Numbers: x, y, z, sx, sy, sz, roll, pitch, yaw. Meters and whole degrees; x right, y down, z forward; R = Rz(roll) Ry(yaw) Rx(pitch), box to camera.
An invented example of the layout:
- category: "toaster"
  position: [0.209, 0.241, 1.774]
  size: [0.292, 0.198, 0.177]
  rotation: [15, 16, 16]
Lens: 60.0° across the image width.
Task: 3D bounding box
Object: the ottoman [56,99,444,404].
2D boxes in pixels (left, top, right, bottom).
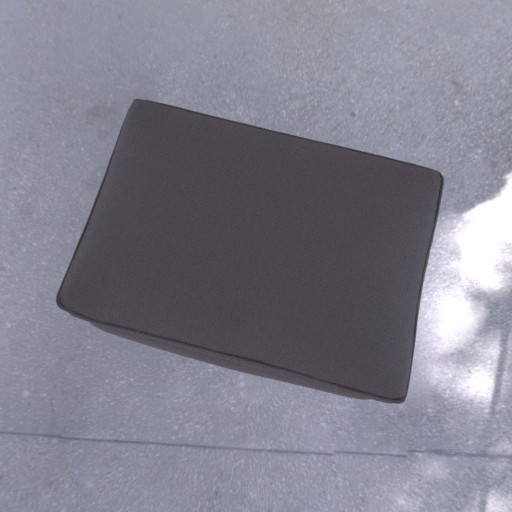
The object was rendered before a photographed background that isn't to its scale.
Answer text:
- category: "ottoman"
  position: [0.000, 0.000, 0.999]
  size: [0.686, 0.406, 0.508]
  rotation: [15, 76, 4]
